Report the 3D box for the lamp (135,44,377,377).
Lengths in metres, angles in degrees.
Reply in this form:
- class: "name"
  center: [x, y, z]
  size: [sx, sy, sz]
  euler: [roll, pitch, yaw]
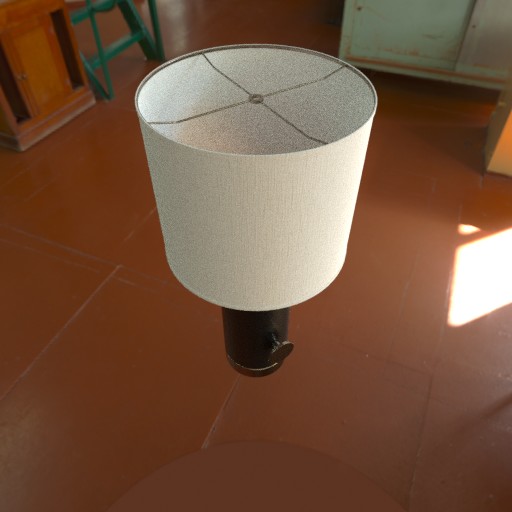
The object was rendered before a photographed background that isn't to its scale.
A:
- class: "lamp"
  center: [0.000, 0.000, 0.620]
  size: [0.241, 0.482, 0.240]
  euler: [-24, 51, -22]
